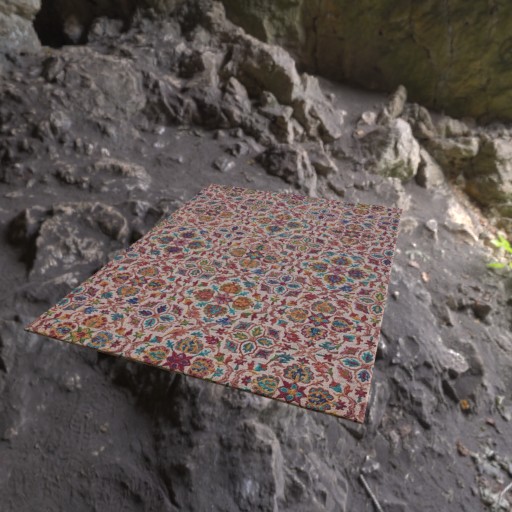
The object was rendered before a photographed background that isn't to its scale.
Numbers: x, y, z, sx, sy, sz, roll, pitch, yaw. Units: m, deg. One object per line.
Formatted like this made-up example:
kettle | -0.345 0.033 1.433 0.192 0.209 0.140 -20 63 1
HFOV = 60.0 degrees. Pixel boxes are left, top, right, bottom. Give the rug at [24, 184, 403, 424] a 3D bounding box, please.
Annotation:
rug | 0.000 0.000 4.174 2.446 0.020 3.215 10 31 17
